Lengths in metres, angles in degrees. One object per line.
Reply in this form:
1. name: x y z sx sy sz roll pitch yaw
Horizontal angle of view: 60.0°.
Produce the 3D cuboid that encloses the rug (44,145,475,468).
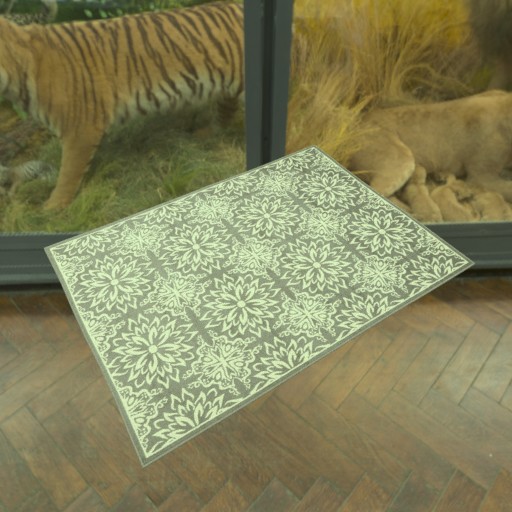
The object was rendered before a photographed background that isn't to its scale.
1. rug: 0.000 0.000 2.803 2.213 0.014 1.608 -25 51 -22
